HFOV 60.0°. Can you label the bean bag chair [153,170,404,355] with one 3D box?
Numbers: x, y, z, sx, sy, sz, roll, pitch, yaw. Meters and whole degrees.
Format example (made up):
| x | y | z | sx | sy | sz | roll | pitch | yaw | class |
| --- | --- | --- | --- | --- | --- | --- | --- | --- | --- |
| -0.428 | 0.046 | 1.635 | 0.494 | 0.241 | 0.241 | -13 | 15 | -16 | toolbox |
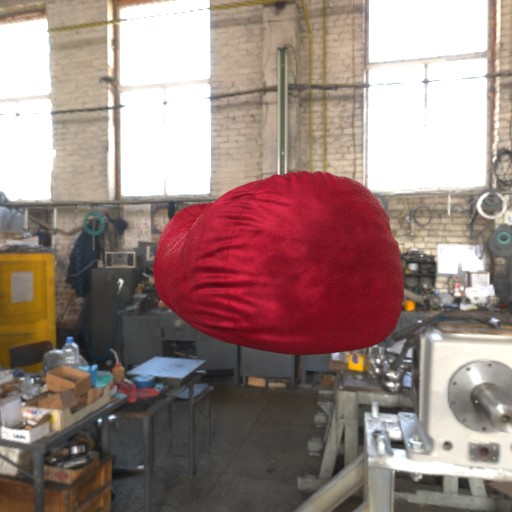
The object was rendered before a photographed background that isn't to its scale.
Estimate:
| x | y | z | sx | sy | sz | roll | pitch | yaw | class |
| --- | --- | --- | --- | --- | --- | --- | --- | --- | --- |
| 0.000 | 0.000 | 2.902 | 1.216 | 0.867 | 2.293 | -1 | 2 | -19 | bean bag chair |
